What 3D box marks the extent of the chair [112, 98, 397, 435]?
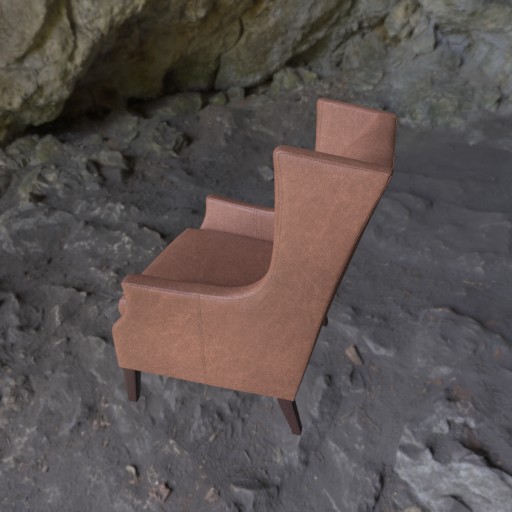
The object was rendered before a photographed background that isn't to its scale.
[{"bbox_3d":[0.000,0.000,1.746,0.913,1.088,0.815,8,31,14],"label":"chair"}]
